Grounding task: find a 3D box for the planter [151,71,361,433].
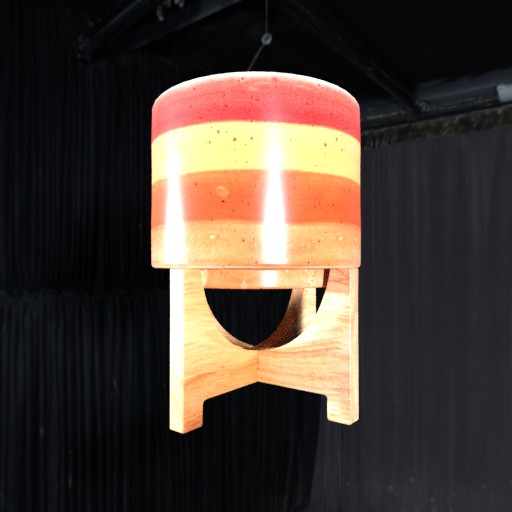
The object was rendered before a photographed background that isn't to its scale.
[{"bbox_3d":[0.000,0.000,0.415,0.199,0.268,0.199,0,-1,0],"label":"planter"}]
